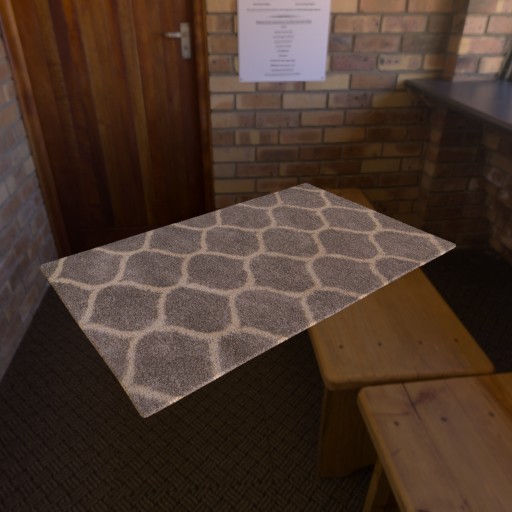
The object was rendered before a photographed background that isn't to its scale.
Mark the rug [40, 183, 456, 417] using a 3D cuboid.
[{"bbox_3d":[0.000,0.000,2.942,2.348,0.025,1.501,-22,37,-32],"label":"rug"}]
